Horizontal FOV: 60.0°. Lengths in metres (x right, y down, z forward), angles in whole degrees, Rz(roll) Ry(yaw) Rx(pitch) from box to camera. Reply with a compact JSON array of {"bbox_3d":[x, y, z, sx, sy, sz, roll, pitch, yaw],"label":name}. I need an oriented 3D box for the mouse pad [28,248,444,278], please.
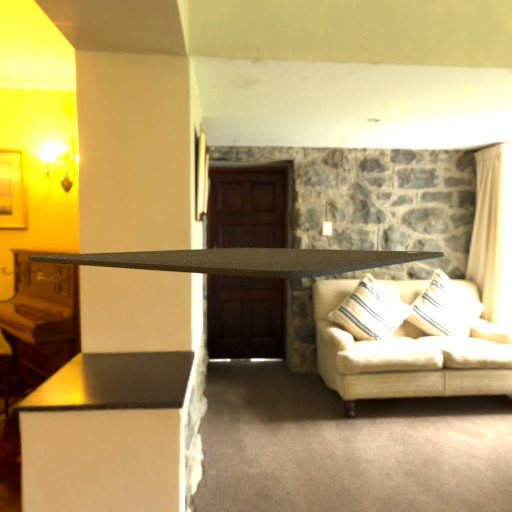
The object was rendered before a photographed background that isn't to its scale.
[{"bbox_3d":[0.000,0.000,0.309,0.203,0.003,0.229,2,3,36],"label":"mouse pad"}]
